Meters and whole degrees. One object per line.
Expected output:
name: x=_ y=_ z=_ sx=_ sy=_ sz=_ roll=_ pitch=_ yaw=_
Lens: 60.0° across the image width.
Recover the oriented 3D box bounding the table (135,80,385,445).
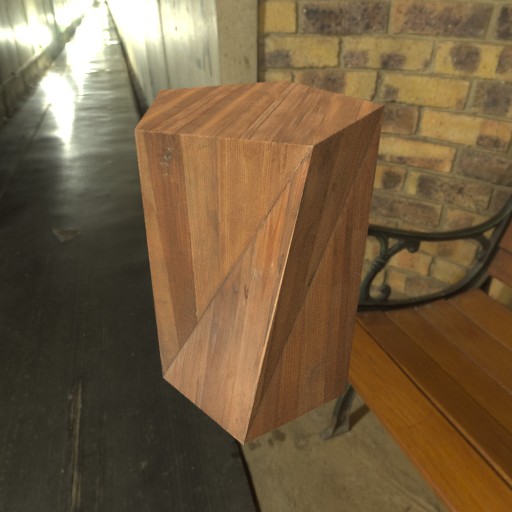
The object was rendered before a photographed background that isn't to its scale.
table: x=0.000 y=0.000 z=0.913 sx=0.441 sy=0.604 sz=0.425 roll=21 pitch=38 yaw=30
